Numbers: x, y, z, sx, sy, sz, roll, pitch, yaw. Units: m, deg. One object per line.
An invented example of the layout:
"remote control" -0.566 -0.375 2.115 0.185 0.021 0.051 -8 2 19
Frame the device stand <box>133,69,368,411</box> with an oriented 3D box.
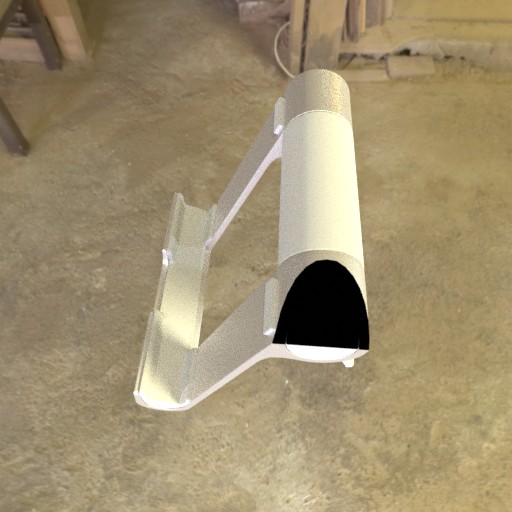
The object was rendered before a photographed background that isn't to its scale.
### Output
"device stand" 0.000 0.000 0.150 0.079 0.084 0.086 3 58 2
